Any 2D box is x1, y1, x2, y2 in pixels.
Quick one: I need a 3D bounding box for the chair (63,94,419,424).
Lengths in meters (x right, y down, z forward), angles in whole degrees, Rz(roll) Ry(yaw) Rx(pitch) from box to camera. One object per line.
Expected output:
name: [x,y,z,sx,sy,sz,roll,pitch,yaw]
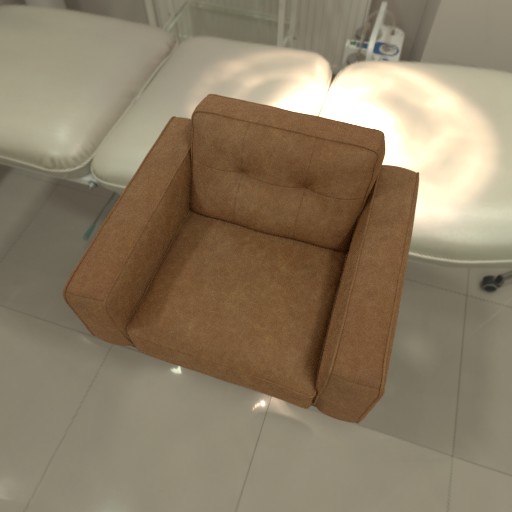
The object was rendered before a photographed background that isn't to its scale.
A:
chair: [0.000,0.000,1.769,1.118,0.782,0.952,16,59,10]
